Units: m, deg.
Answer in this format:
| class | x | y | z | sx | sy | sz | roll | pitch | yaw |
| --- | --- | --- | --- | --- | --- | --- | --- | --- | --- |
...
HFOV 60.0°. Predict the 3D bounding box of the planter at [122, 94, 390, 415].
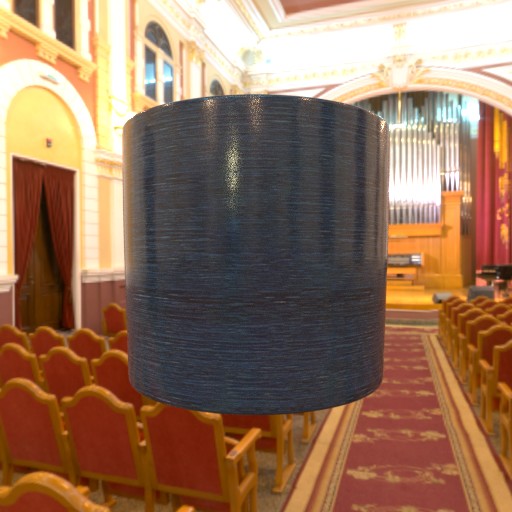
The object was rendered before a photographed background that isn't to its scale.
| class | x | y | z | sx | sy | sz | roll | pitch | yaw |
| --- | --- | --- | --- | --- | --- | --- | --- | --- | --- |
| planter | 0.000 | 0.000 | 0.383 | 0.221 | 0.201 | 0.221 | 0 | 1 | 0 |
